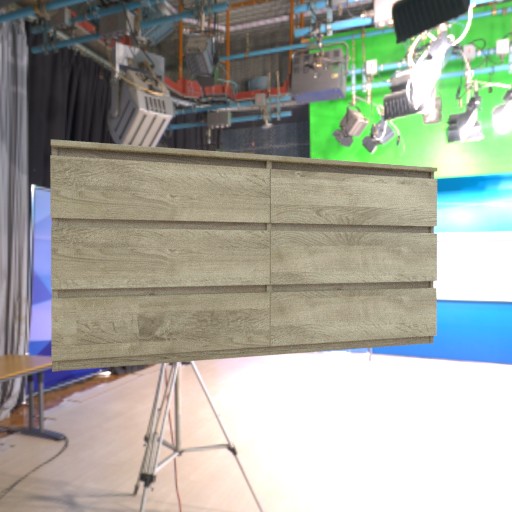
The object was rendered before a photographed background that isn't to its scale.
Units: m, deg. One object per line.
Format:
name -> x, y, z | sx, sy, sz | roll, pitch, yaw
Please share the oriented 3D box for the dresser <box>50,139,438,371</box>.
dresser -> 0.000, 0.000, 1.929 | 1.590, 0.795, 0.390 | 0, 0, -18
